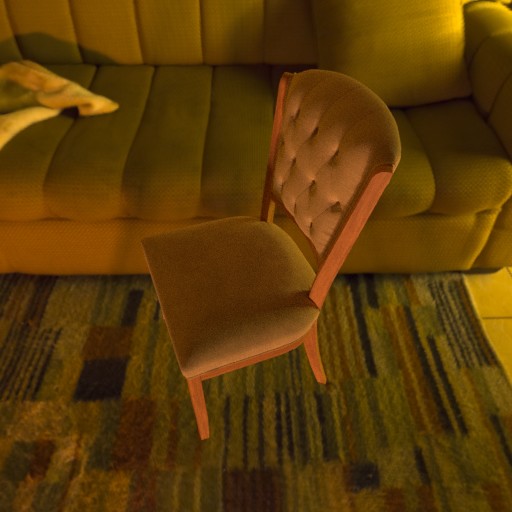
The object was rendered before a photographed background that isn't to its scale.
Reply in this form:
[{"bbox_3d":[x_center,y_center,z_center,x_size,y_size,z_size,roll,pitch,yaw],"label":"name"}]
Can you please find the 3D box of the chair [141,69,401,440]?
[{"bbox_3d":[0.000,0.000,1.266,0.584,0.905,0.513,-16,48,-15],"label":"chair"}]
